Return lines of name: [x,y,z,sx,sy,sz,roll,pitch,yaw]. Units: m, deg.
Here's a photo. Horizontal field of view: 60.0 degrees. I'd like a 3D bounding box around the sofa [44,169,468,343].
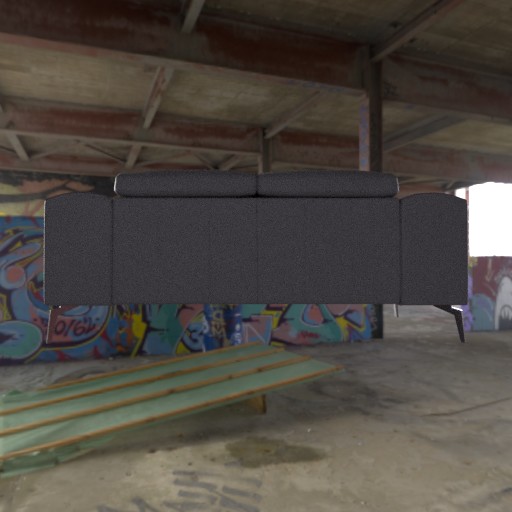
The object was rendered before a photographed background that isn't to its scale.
sofa: [0.000,0.000,2.429,1.895,0.779,1.003,0,-1,-1]
